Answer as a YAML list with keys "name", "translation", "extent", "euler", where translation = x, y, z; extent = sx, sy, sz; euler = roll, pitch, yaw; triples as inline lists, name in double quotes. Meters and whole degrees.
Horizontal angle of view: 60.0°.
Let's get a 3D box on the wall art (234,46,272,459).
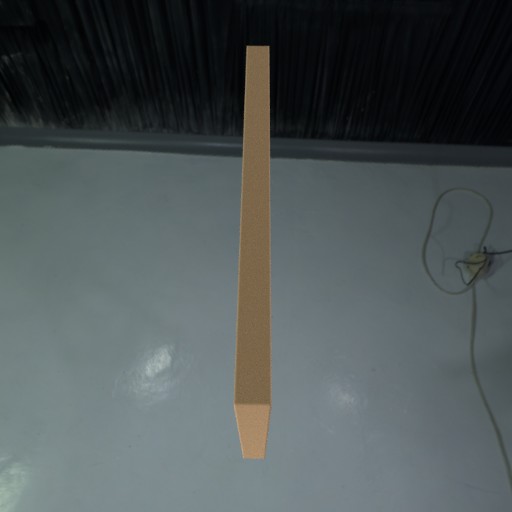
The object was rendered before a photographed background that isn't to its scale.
- name: "wall art"
  translation: [0.000, 0.000, 0.788]
  extent: [0.039, 0.407, 0.609]
  euler: [1, 58, 0]
